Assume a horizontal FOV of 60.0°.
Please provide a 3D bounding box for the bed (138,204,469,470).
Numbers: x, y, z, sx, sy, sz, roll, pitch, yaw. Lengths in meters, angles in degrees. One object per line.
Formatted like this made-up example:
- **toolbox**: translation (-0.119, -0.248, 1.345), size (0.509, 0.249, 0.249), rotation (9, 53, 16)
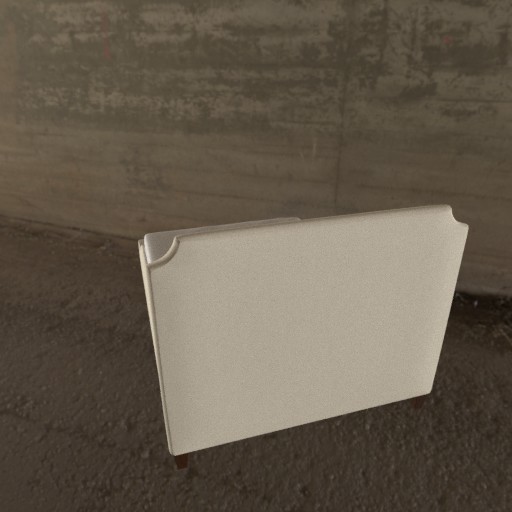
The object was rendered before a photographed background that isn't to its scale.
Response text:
- **bed**: translation (0.000, 0.000, 3.407), size (1.712, 1.443, 2.372), rotation (-8, 27, -15)
